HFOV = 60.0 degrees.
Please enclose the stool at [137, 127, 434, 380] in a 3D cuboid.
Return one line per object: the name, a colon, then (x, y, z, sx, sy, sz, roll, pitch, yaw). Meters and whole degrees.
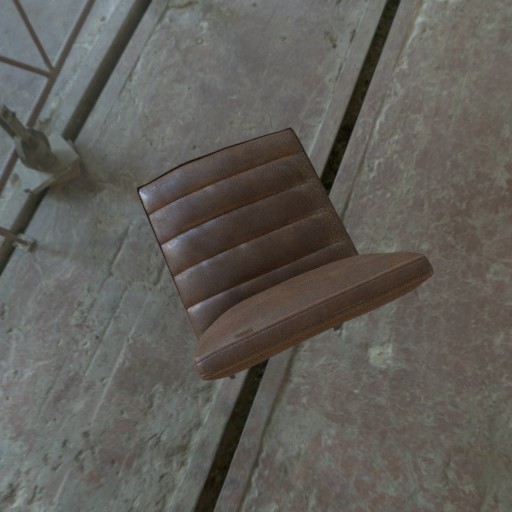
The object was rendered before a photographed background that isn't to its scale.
stool: (0.000, 0.000, 1.243, 0.463, 0.942, 0.562, -24, 76, -6)
